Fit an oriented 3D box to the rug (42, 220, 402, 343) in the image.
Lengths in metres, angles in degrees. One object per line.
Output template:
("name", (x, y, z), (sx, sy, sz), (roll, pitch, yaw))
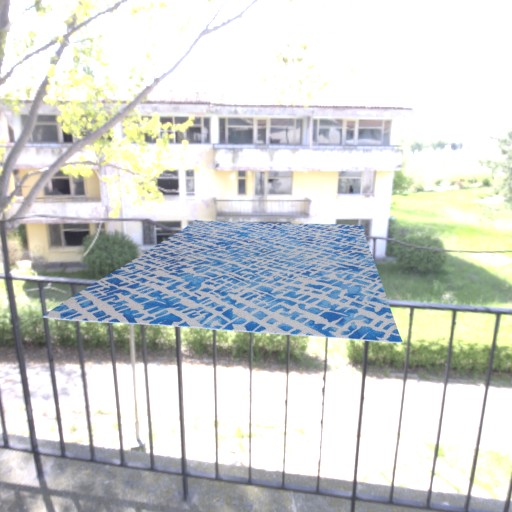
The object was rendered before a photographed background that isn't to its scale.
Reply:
("rug", (0.000, 0.000, 2.319), (1.209, 0.011, 1.830), (2, 16, 9))
